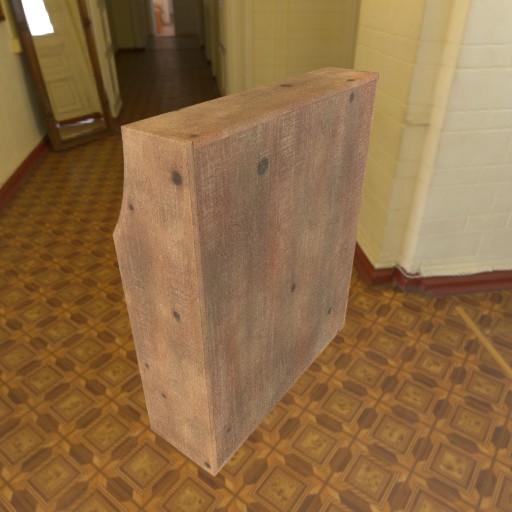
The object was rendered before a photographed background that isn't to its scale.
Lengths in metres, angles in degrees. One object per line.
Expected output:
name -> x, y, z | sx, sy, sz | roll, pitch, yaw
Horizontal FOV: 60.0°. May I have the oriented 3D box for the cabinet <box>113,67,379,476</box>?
cabinet -> 0.000, 0.000, 0.824 | 0.184, 0.590, 0.489 | 22, 38, 30
